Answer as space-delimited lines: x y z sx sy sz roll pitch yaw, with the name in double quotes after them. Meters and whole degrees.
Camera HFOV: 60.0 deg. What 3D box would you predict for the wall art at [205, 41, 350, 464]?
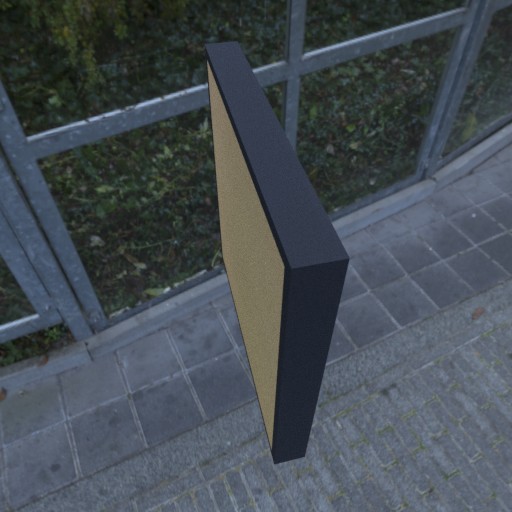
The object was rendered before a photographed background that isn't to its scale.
0.000 0.000 0.450 0.033 0.304 0.305 -10 48 -9 "wall art"
